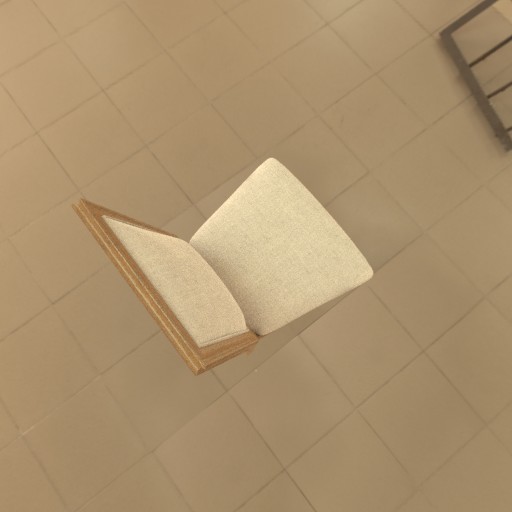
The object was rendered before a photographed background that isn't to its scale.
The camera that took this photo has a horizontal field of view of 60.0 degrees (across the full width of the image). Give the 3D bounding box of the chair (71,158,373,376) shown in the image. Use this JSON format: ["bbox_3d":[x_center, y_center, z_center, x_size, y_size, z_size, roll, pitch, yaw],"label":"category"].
[{"bbox_3d":[0.000,0.000,1.350,0.601,0.988,0.536,-37,79,-9],"label":"chair"}]
